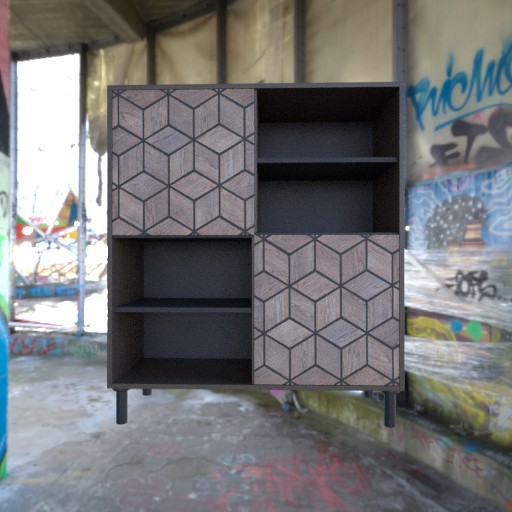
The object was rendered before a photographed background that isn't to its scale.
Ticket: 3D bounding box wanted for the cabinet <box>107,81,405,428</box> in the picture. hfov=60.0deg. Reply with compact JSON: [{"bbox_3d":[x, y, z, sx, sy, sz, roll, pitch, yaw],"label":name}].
[{"bbox_3d":[0.000,0.000,1.702,1.010,1.170,0.400,0,0,2],"label":"cabinet"}]
